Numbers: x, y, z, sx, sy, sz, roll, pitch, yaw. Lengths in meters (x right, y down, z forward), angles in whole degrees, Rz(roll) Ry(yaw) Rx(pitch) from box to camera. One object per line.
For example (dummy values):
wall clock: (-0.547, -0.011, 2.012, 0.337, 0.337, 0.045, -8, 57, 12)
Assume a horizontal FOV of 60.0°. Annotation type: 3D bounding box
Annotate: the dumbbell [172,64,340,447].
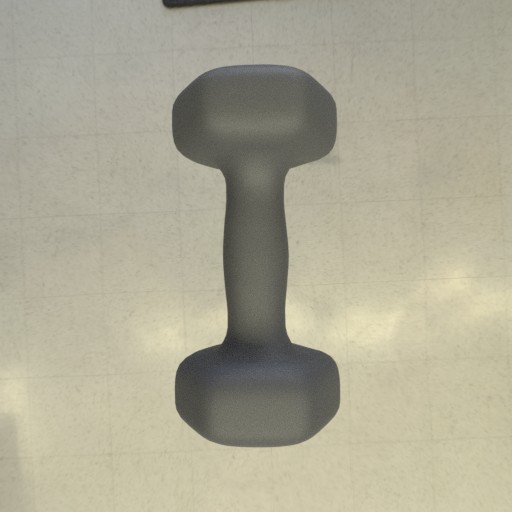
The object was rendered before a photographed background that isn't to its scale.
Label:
dumbbell: (0.000, 0.000, 0.307, 0.116, 0.105, 0.240, 0, 90, 0)
